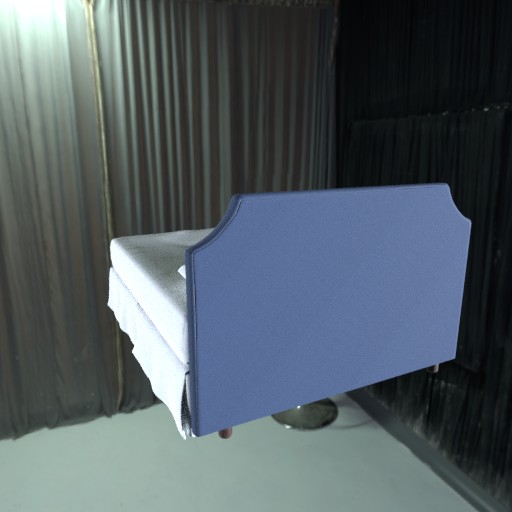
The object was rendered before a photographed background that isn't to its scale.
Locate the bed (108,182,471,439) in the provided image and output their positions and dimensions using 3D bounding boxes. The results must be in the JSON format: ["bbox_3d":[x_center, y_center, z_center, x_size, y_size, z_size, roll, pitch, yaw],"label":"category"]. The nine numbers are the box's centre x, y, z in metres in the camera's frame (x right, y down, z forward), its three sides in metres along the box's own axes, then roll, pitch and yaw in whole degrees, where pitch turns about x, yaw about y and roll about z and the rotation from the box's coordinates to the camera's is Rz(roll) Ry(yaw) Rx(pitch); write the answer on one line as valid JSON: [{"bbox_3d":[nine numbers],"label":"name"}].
[{"bbox_3d":[0.000,0.000,4.109,2.350,1.488,2.773,-7,16,-26],"label":"bed"}]
